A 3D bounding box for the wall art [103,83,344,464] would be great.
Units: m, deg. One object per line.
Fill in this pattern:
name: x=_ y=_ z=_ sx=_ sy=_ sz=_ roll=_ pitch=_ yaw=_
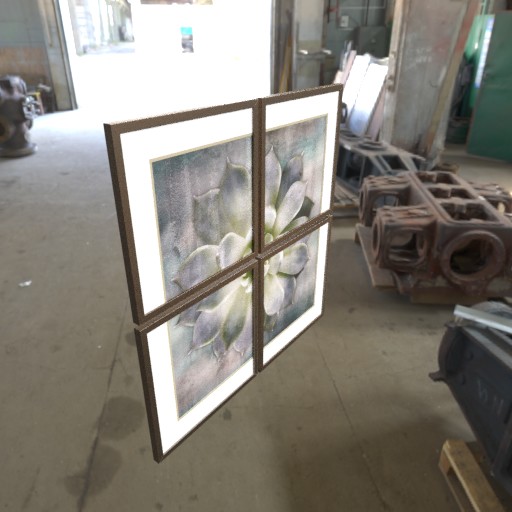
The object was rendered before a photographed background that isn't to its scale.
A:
wall art: x=0.000 y=0.000 z=1.522 sx=0.030 sy=1.032 sz=1.032 roll=19 pitch=32 yaw=33
